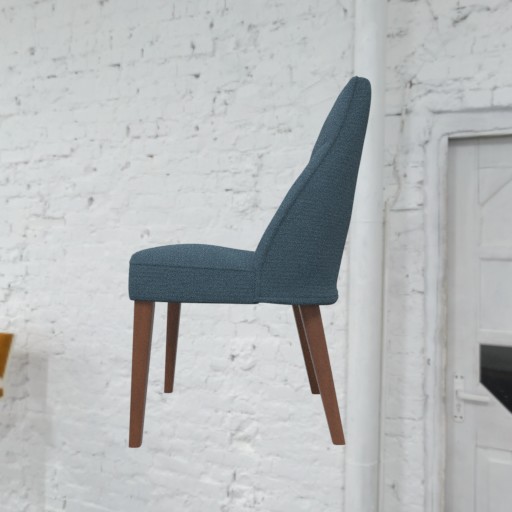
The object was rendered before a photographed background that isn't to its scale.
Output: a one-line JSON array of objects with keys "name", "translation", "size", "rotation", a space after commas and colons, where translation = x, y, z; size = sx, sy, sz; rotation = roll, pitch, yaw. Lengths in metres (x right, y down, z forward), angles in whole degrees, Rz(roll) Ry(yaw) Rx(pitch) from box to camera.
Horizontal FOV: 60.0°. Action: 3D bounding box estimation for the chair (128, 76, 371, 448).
[{"name": "chair", "translation": [0.000, 0.000, 1.296], "size": [0.620, 0.930, 0.500], "rotation": [0, 0, 0]}]
